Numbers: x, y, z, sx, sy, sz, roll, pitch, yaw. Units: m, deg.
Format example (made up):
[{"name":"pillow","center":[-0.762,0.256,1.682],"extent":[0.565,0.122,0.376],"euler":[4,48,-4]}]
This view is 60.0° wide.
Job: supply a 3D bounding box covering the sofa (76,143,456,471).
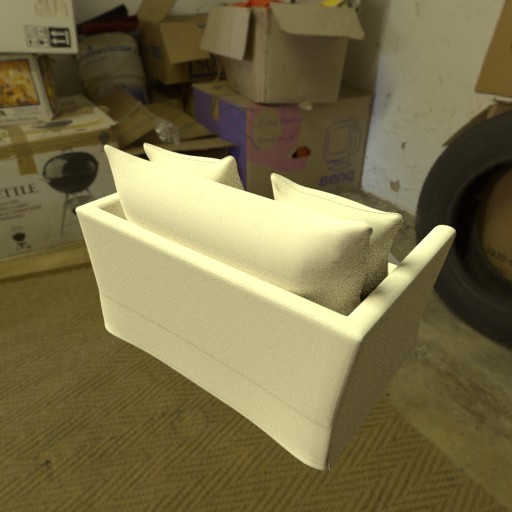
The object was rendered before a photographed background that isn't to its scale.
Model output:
[{"name":"sofa","center":[0.000,0.000,2.255],"extent":[1.608,1.039,1.026],"euler":[22,37,32]}]
